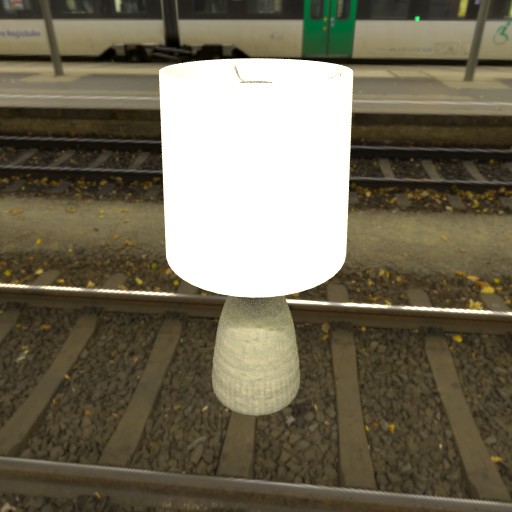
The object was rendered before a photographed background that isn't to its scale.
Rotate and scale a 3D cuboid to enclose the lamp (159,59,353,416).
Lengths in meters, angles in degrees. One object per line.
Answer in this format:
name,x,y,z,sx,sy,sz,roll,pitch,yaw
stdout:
lamp,0.000,0.000,0.472,0.186,0.369,0.186,0,30,0
